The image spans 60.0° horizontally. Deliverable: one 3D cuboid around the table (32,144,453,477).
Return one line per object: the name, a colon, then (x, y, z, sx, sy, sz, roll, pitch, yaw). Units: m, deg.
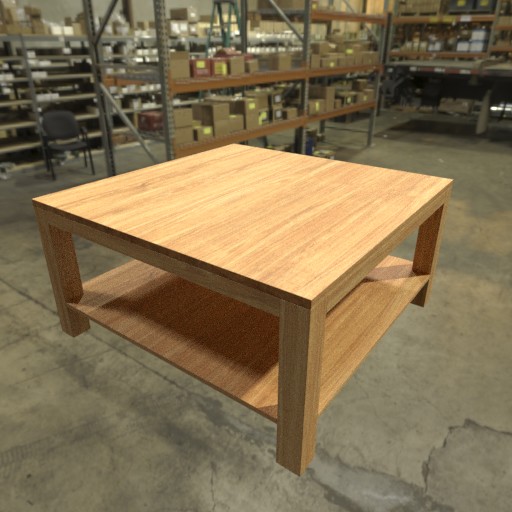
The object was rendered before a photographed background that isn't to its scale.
table: (0.000, 0.000, 1.426, 0.900, 0.450, 0.900, 18, 31, 32)
